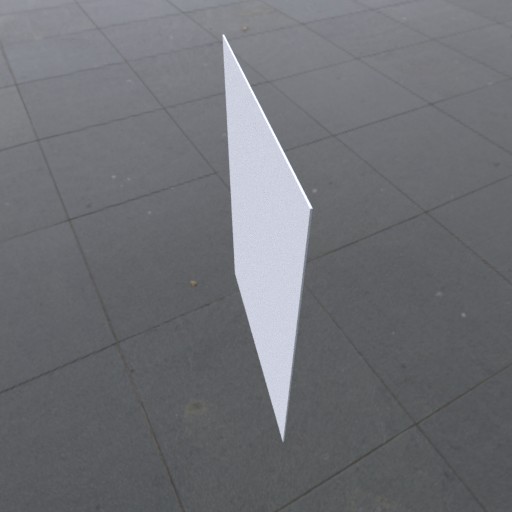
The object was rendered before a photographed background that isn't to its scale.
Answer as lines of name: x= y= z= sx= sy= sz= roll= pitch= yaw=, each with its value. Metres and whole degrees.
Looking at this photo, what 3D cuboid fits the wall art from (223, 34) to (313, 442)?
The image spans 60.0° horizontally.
wall art: x=0.000 y=0.000 z=0.812 sx=0.003 sy=0.610 sz=0.457 roll=-10 pitch=48 yaw=-9
